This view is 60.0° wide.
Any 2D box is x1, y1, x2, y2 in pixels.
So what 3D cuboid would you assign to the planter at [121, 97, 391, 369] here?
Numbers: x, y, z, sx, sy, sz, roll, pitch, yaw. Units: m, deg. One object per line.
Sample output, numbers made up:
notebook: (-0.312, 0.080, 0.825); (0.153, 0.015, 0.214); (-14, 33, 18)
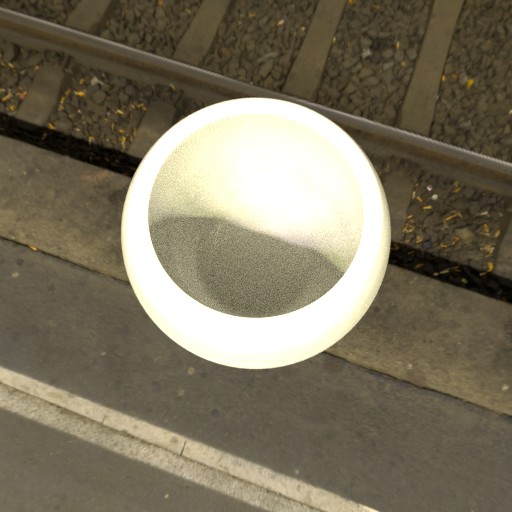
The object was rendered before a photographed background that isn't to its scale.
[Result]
planter: (0.000, 0.000, 0.450); (0.222, 0.278, 0.222); (0, 76, 0)
